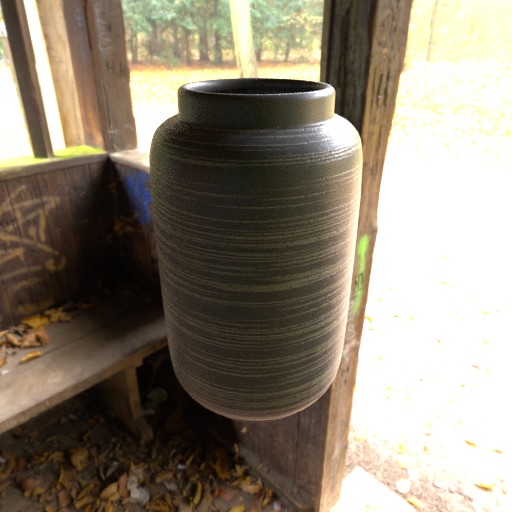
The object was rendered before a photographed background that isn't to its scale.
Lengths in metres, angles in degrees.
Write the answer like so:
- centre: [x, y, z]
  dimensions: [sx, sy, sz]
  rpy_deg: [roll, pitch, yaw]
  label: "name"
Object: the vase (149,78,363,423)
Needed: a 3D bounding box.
- centre: [0.000, 0.000, 0.689]
  dimensions: [0.297, 0.499, 0.297]
  rpy_deg: [0, 27, 0]
  label: "vase"
